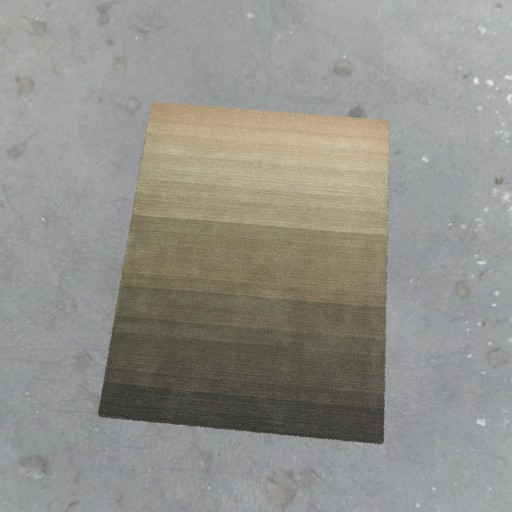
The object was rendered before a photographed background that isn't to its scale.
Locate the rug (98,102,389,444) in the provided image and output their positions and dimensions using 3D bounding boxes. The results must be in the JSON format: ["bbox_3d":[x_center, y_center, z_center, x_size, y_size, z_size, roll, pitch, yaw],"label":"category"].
[{"bbox_3d":[0.000,0.000,3.904,2.305,0.017,2.902,5,75,1],"label":"rug"}]
